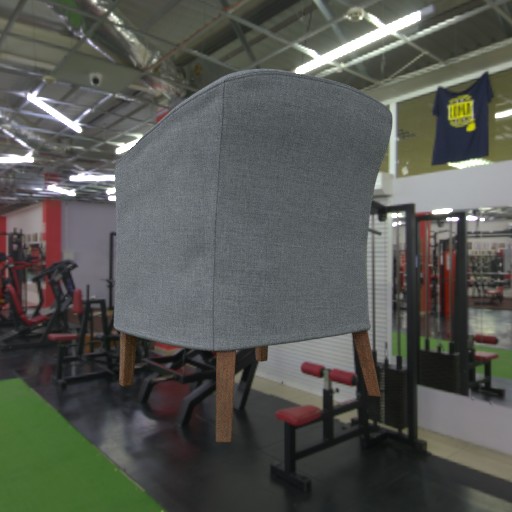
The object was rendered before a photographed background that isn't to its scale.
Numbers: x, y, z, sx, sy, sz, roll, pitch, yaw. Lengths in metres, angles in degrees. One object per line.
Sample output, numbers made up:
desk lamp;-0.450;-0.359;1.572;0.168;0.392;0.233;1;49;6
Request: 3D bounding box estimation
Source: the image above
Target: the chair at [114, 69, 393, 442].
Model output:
chair;0.000;0.000;1.250;0.600;0.771;0.668;0;0;-38
